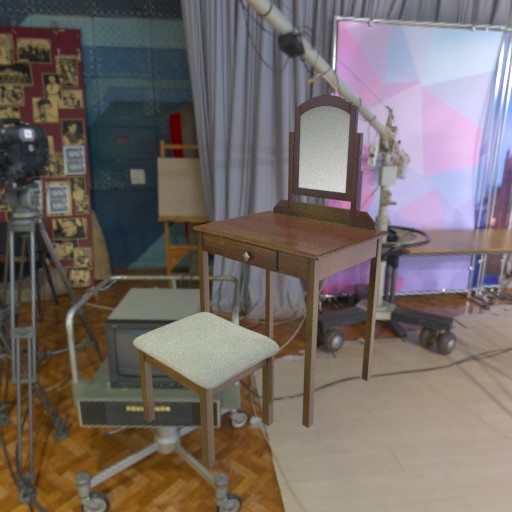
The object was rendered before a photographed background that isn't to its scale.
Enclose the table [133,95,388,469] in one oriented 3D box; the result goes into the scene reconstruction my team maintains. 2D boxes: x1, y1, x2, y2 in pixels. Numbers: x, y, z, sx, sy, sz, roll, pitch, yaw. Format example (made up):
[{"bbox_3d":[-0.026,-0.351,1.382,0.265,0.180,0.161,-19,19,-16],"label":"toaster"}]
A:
[{"bbox_3d":[0.000,0.000,2.315,0.876,1.631,1.211,15,22,41],"label":"table"}]
